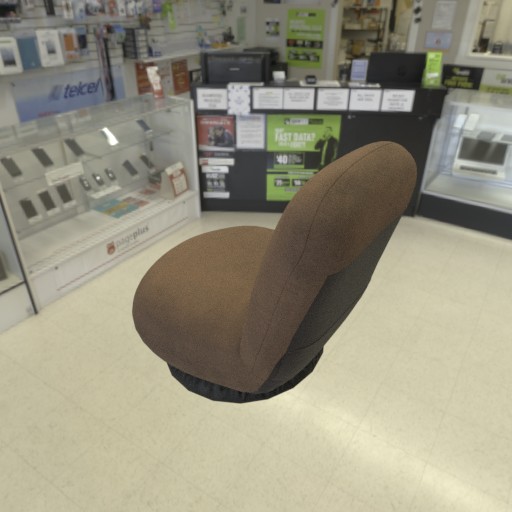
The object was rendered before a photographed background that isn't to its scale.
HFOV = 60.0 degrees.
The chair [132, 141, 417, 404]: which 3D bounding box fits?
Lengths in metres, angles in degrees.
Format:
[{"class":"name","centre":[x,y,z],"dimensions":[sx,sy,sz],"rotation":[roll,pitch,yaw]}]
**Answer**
[{"class":"chair","centre":[0.000,0.000,1.051],"dimensions":[0.597,0.594,0.521],"rotation":[21,37,30]}]
